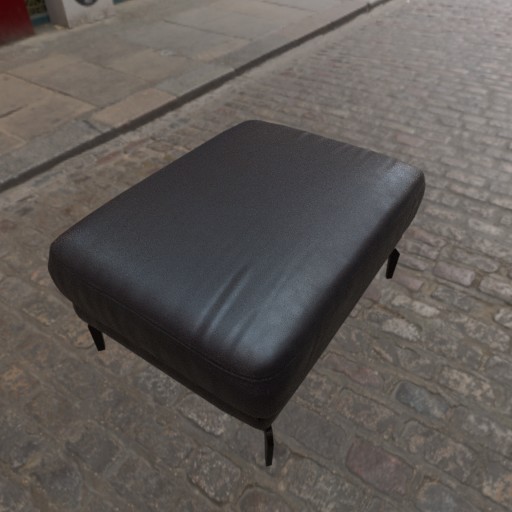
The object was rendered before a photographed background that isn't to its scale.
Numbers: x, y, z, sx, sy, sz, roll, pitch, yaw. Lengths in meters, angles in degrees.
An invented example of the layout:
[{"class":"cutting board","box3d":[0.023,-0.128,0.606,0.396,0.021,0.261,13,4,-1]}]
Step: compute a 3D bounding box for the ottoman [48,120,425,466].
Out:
[{"class":"ottoman","box3d":[0.000,0.000,1.093,0.570,0.402,0.764,24,47,25]}]
